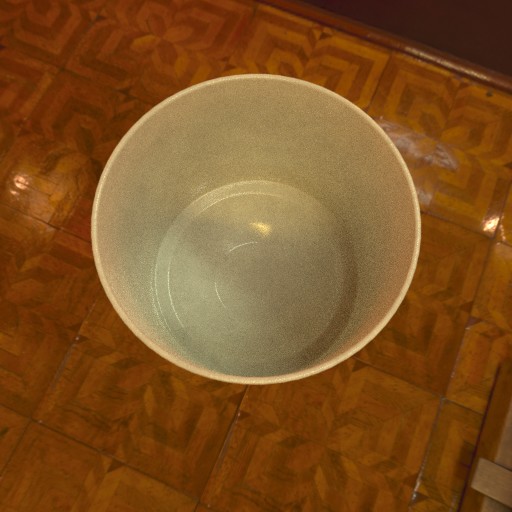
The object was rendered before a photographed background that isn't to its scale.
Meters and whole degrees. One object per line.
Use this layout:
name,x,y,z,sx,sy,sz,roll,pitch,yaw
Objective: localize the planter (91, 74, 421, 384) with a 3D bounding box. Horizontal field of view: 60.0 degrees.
planter,0.000,0.000,0.342,0.190,0.181,0.190,0,74,0
